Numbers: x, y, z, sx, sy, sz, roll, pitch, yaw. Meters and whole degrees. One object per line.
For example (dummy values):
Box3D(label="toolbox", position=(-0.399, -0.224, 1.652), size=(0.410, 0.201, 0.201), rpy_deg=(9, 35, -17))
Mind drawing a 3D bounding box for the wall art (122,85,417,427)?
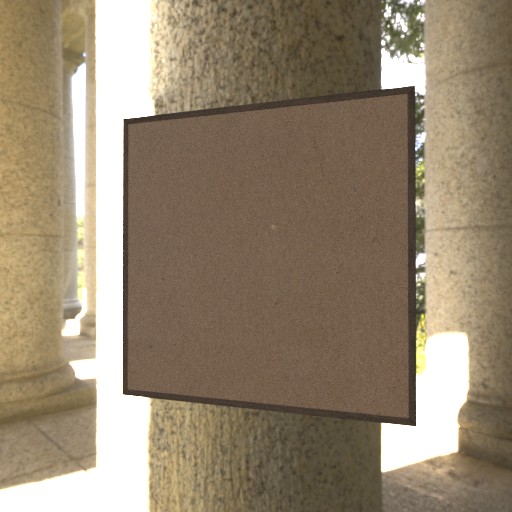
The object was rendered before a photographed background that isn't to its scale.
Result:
Box3D(label="wall art", position=(0.000, 0.000, 1.124), size=(0.762, 0.762, 0.038), rpy_deg=(0, -1, 18))
